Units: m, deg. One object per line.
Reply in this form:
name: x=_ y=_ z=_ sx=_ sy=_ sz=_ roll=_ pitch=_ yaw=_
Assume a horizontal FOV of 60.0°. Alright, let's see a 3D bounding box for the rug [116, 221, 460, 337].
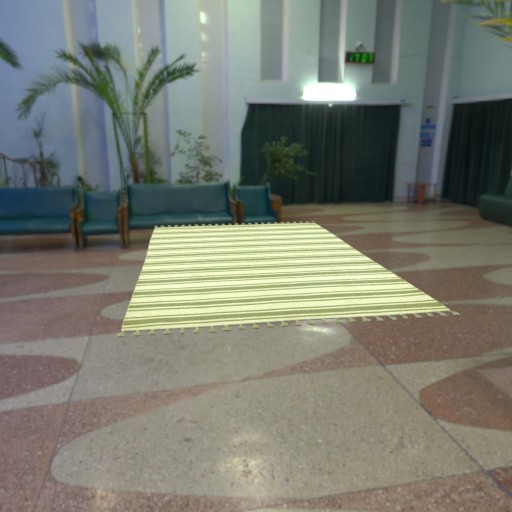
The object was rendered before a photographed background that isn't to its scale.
rug: x=0.000 y=0.000 z=3.087 sx=1.540 sy=0.018 sz=2.435 roll=-2 pitch=15 yaw=-9
